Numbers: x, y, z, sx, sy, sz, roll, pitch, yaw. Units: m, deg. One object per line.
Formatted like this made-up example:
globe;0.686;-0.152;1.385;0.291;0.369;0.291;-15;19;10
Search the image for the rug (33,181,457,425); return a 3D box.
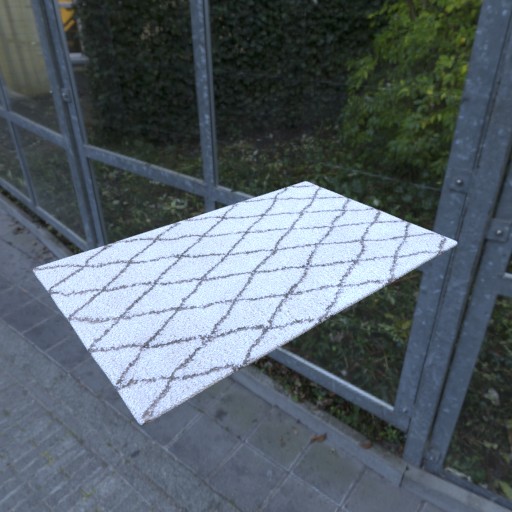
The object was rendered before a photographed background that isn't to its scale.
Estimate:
rug;0.000;0.000;2.973;2.438;0.030;1.524;-22;37;-33
